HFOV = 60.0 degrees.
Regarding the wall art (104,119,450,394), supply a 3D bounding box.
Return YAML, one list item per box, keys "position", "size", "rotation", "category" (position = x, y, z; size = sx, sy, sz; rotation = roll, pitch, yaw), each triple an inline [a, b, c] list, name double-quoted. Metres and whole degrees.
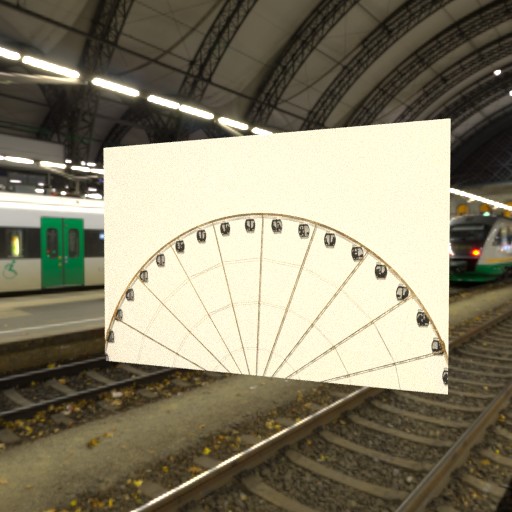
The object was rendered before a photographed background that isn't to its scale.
- position: [0.000, 0.000, 1.431]
  size: [1.144, 0.767, 0.038]
  rotation: [0, 1, 19]
  category: "wall art"
